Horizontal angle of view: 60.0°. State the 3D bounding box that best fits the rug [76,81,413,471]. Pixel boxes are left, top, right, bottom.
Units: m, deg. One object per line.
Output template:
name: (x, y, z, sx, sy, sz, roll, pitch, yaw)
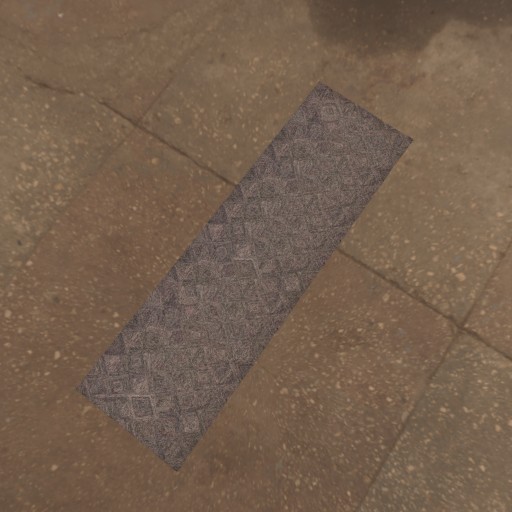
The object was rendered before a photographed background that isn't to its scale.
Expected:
rug: (0.000, 0.000, 2.511, 0.691, 0.011, 2.296, 35, 79, 8)
